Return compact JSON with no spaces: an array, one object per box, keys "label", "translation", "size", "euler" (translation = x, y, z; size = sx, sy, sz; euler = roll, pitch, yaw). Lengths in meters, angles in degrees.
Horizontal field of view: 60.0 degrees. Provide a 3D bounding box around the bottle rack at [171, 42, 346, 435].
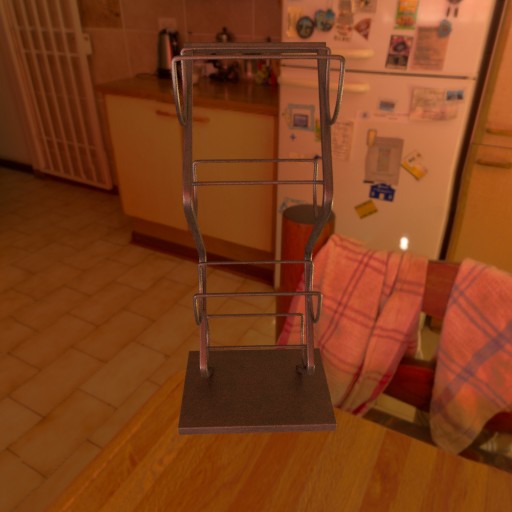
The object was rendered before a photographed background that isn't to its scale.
[{"label":"bottle rack","translation":[0.000,0.000,0.648],"size":[0.254,0.559,0.178],"euler":[-1,31,-2]}]
